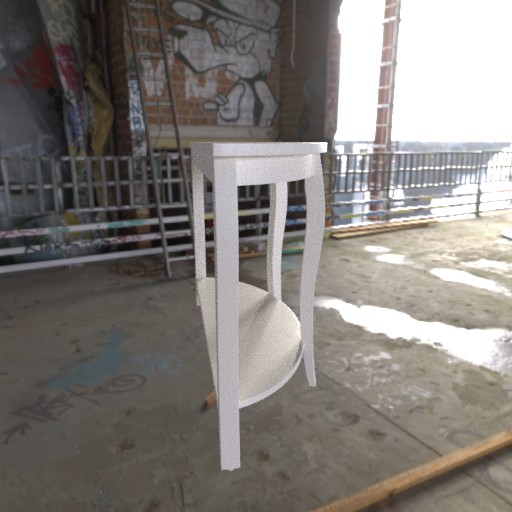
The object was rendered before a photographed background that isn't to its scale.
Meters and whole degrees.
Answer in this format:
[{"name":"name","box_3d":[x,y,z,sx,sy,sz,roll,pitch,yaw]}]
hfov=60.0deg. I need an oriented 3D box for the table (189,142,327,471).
[{"name":"table","box_3d":[0.000,0.000,1.572,0.394,0.780,1.219,-3,15,-10]}]
